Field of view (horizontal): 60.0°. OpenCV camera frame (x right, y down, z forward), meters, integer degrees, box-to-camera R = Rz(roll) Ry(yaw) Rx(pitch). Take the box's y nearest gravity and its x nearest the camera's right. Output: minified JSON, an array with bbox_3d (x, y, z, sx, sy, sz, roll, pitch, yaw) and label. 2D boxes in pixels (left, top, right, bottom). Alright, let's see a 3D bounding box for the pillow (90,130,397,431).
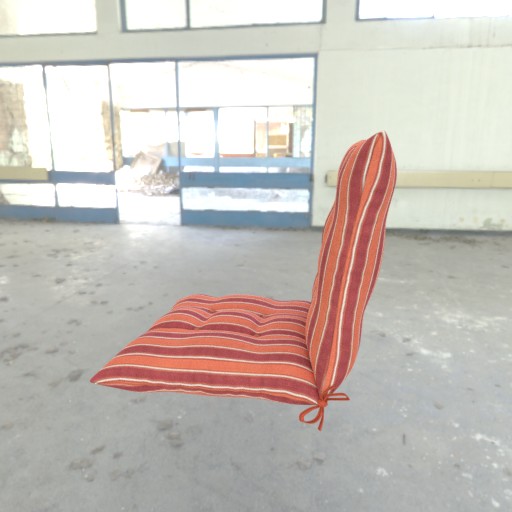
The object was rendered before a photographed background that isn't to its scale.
[{"bbox_3d":[0.000,0.000,1.026,0.585,0.536,0.541,2,14,10],"label":"pillow"}]
